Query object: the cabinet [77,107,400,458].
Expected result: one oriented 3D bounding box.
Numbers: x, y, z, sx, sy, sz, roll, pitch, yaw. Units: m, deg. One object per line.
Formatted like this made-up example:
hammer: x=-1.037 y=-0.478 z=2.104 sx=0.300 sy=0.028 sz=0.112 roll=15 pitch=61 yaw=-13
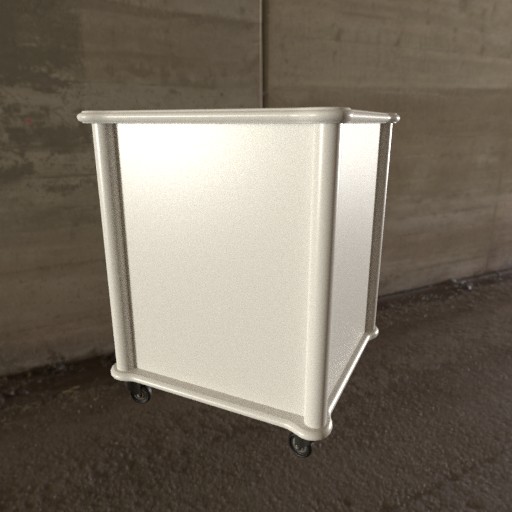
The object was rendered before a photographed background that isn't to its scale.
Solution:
cabinet: x=0.000 y=0.000 z=1.231 sx=0.627 sy=0.761 sz=0.628 roll=8 pitch=18 yaw=25
